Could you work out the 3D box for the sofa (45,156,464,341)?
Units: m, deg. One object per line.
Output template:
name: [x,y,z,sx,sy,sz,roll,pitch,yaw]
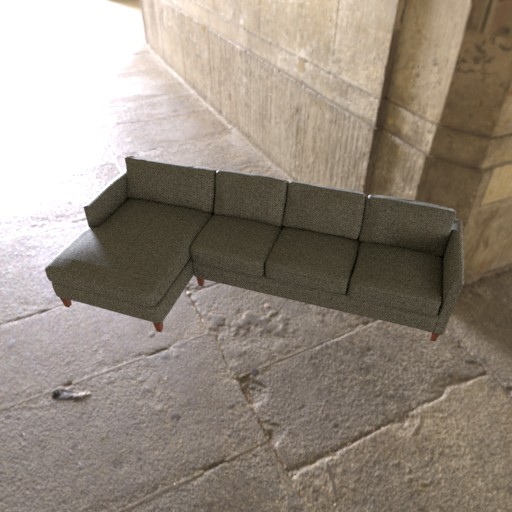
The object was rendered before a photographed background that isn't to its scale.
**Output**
sofa: [0.000,0.000,4.076,3.485,0.960,1.635,12,41,14]
